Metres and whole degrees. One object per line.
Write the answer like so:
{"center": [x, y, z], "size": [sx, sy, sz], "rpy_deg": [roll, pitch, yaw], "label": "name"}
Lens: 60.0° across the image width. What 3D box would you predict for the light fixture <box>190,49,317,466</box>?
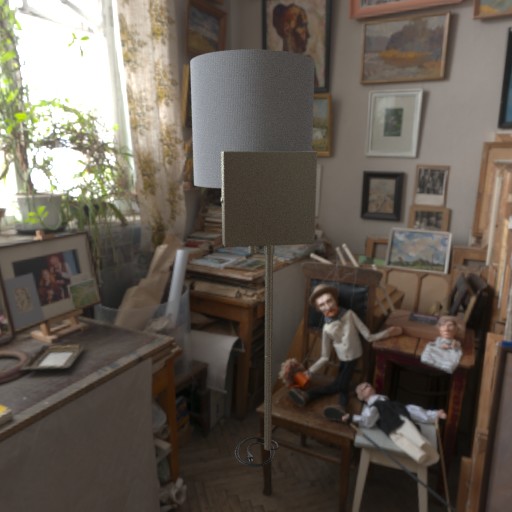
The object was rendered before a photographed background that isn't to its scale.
{"center": [0.000, 0.000, 0.714], "size": [0.188, 0.589, 0.248], "rpy_deg": [-2, 13, -10], "label": "light fixture"}
